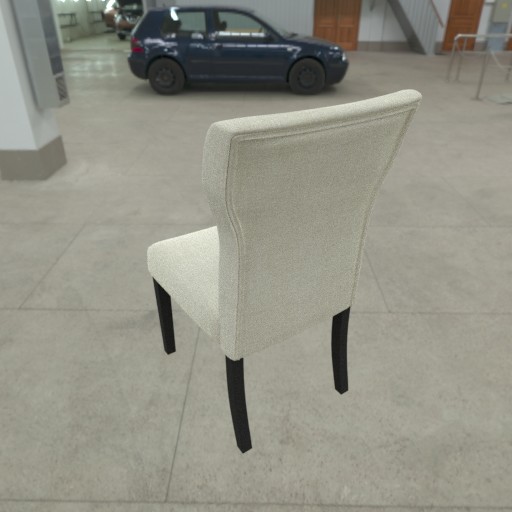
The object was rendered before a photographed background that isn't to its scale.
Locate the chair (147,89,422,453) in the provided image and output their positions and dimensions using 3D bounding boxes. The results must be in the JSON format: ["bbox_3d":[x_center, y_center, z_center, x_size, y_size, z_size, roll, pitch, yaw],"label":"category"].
[{"bbox_3d":[0.000,0.000,1.256,0.509,0.921,0.597,-19,35,-29],"label":"chair"}]
